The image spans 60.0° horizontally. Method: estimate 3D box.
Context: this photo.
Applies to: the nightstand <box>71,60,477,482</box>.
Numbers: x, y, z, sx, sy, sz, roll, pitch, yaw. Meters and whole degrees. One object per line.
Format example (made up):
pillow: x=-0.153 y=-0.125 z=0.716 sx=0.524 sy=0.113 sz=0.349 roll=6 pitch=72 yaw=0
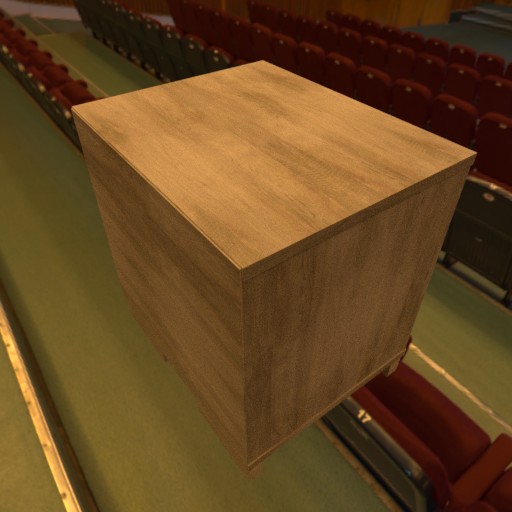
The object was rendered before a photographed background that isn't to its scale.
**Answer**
nightstand: x=0.000 y=0.000 z=0.730 sx=0.347 sy=0.448 sz=0.427 roll=-26 pitch=47 yaw=-27
